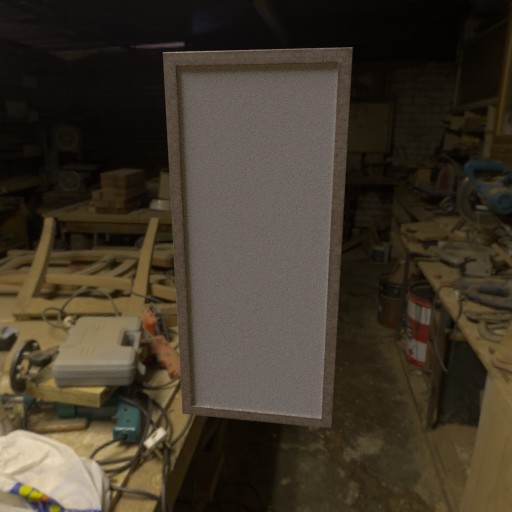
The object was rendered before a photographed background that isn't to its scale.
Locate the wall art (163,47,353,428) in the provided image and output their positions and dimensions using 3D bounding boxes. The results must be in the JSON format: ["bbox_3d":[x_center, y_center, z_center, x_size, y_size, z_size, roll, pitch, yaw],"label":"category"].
[{"bbox_3d":[0.000,0.000,1.722,0.648,1.461,0.051,3,16,9],"label":"wall art"}]
